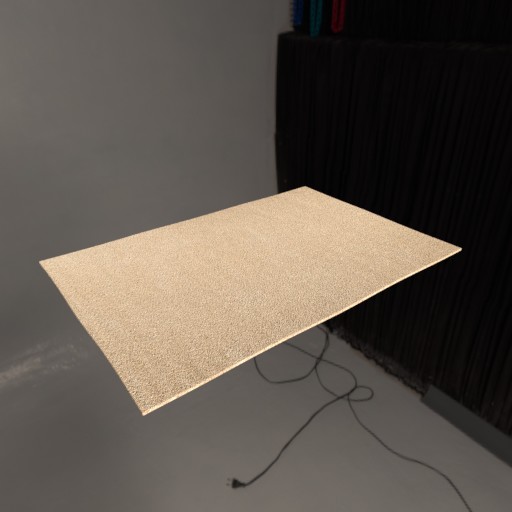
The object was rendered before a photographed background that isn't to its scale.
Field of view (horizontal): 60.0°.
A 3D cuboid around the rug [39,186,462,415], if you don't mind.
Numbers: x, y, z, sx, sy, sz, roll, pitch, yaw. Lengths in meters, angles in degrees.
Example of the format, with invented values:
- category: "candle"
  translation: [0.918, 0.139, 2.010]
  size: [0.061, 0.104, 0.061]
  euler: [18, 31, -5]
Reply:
- category: "rug"
  translation: [0.000, 0.000, 3.400]
  size: [2.699, 0.025, 1.800]
  euler: [-20, 35, -32]
